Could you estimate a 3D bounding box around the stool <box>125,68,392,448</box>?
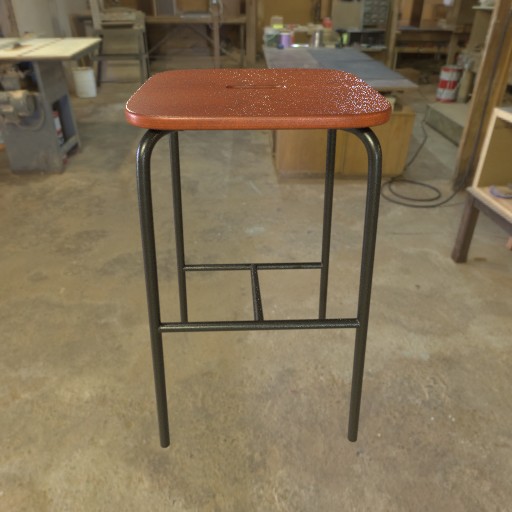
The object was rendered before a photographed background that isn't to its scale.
[{"bbox_3d":[0.000,0.000,0.841,0.376,0.610,0.376,-1,31,-2],"label":"stool"}]
